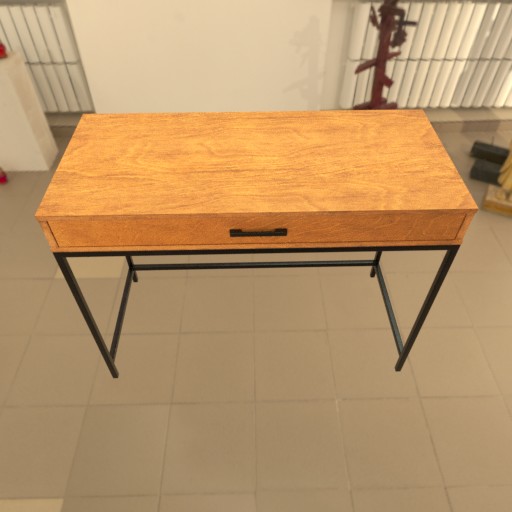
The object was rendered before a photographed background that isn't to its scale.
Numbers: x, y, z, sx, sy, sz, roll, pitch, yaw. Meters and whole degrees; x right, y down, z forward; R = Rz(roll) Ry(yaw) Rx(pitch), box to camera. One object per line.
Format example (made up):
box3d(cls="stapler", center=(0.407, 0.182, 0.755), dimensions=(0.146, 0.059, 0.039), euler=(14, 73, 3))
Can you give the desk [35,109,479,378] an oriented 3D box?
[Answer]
box3d(cls="desk", center=(0.000, 0.000, 1.442), dimensions=(1.016, 0.762, 0.470), euler=(-1, 47, -1))
